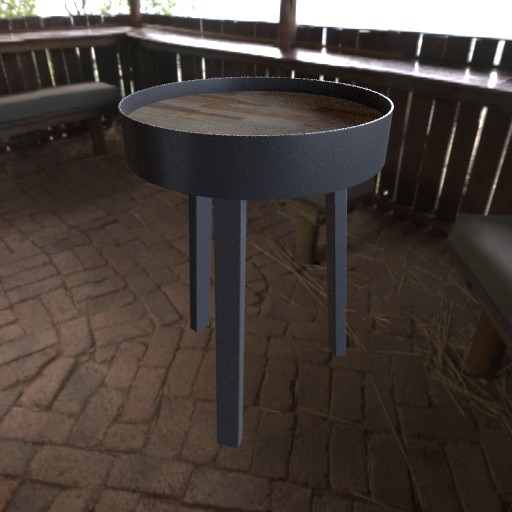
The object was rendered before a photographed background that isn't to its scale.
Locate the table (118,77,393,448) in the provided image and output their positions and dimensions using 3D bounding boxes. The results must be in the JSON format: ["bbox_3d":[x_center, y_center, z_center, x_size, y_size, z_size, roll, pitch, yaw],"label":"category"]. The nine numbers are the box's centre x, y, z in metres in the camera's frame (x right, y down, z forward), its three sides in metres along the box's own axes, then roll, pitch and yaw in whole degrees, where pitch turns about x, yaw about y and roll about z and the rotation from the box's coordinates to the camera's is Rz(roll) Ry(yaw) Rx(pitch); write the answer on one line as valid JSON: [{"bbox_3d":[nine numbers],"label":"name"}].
[{"bbox_3d":[0.000,0.000,0.820,0.406,0.559,0.406,0,31,0],"label":"table"}]
